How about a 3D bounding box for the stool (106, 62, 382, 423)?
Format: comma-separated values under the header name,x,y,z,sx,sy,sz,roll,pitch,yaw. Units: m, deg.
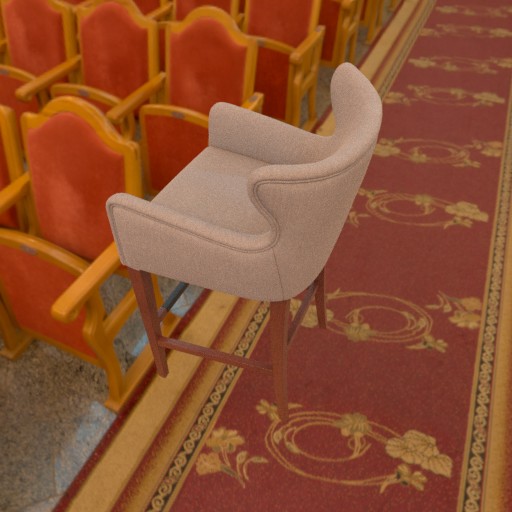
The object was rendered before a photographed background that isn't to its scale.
name,x,y,z,sx,sy,sz,roll,pitch,yaw
stool,0.000,0.000,1.387,0.575,1.047,0.575,18,48,17
